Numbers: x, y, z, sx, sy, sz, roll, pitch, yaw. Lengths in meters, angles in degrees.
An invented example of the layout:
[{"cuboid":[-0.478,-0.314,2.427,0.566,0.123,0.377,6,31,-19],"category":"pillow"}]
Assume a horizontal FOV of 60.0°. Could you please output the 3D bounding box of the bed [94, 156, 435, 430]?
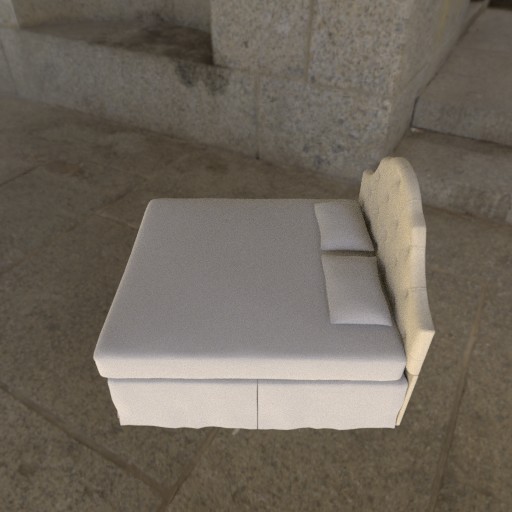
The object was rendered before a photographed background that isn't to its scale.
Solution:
[{"cuboid":[0.000,0.000,3.447,2.086,1.555,2.012,0,39,1],"category":"bed"}]
